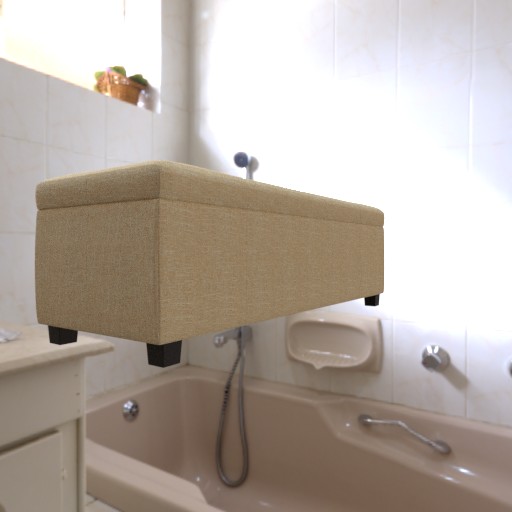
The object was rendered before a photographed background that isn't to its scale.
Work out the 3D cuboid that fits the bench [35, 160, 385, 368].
[{"bbox_3d":[0.000,0.000,1.417,0.432,0.406,1.219,1,1,35],"label":"bench"}]
